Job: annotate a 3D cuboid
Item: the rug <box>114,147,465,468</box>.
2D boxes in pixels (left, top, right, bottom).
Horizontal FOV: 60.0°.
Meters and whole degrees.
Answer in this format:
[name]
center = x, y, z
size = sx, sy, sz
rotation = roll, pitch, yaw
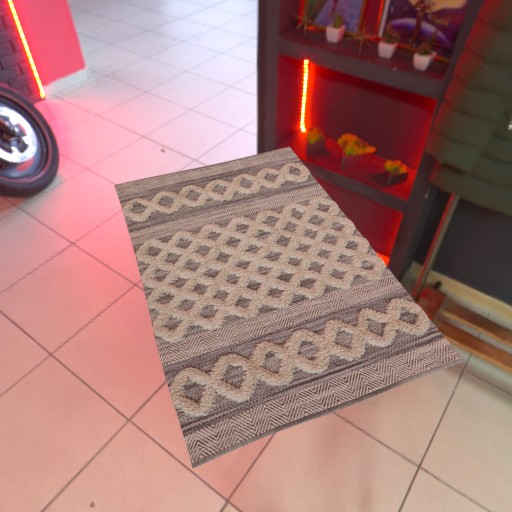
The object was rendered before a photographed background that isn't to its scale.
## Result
[rug]
center = 0.000, 0.000, 2.344
size = 1.222, 0.030, 1.823
rotation = -16, 48, -15
